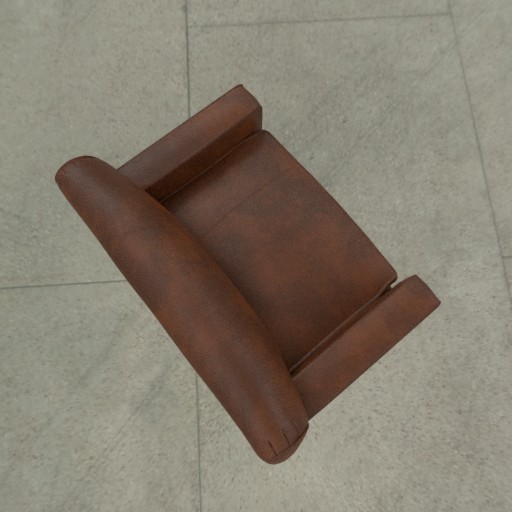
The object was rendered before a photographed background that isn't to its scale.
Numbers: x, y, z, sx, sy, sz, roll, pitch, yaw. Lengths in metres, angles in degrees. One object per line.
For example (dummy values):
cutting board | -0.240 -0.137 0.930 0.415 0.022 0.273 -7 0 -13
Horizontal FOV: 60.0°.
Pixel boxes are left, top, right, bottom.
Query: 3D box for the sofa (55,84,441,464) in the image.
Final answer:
sofa | 0.000 0.000 2.082 1.000 0.956 1.413 -38 79 -9
